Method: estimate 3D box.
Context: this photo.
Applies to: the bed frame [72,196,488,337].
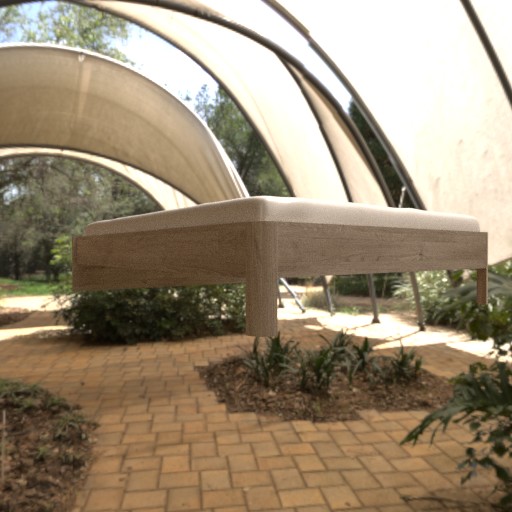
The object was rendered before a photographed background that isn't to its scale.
[{"bbox_3d":[0.000,0.000,2.516,1.490,0.462,1.950,0,1,-37],"label":"bed frame"}]
